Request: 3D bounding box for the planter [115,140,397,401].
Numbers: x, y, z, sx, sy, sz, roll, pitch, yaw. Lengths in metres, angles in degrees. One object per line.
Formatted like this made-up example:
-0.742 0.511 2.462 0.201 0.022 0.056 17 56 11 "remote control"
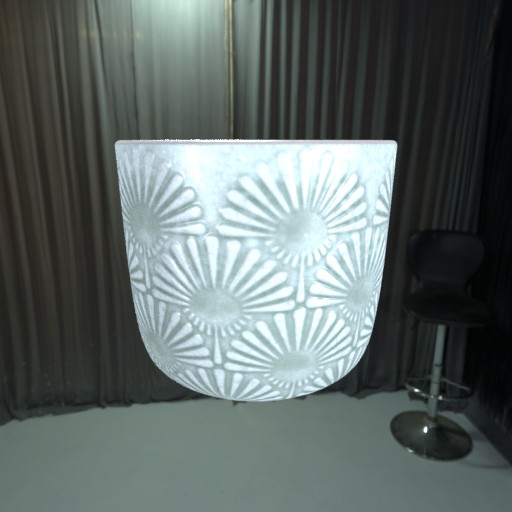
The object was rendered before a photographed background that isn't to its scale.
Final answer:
0.000 0.000 0.216 0.124 0.109 0.124 0 14 0 "planter"
